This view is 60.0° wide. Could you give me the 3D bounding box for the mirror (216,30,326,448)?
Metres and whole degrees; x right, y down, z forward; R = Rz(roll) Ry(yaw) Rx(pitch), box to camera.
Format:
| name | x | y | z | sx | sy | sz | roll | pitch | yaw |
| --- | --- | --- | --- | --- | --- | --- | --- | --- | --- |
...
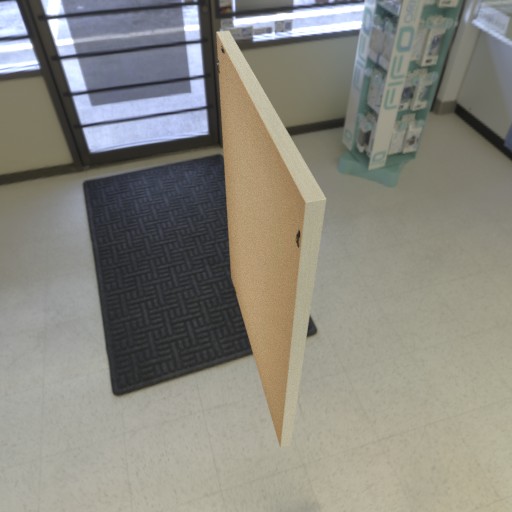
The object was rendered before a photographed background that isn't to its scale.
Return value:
| name | x | y | z | sx | sy | sz | roll | pitch | yaw |
| --- | --- | --- | --- | --- | --- | --- | --- | --- | --- |
| mirror | 0.000 | 0.000 | 1.328 | 0.040 | 1.016 | 0.762 | -10 | 47 | -10 |
